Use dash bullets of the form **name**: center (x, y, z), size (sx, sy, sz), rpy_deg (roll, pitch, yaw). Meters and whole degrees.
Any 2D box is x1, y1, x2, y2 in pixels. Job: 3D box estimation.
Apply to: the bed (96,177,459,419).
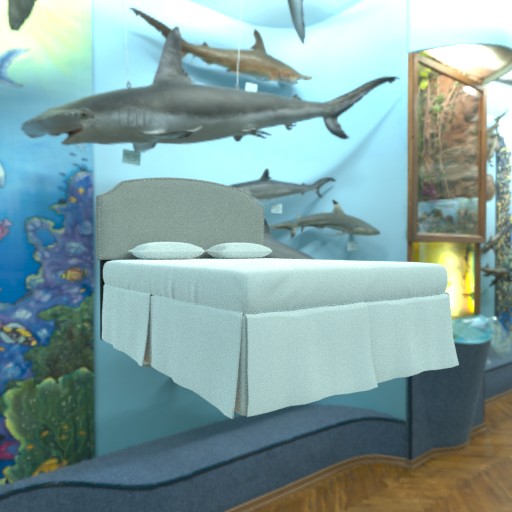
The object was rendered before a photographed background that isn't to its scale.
- **bed**: center (0.000, 0.000, 2.939), size (1.558, 1.270, 1.999), rpy_deg (-1, 1, -35)
